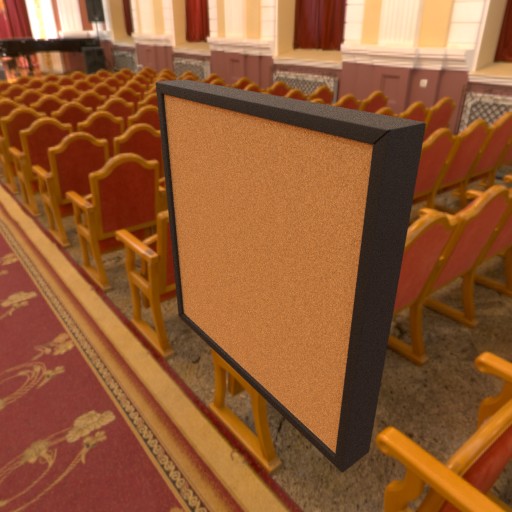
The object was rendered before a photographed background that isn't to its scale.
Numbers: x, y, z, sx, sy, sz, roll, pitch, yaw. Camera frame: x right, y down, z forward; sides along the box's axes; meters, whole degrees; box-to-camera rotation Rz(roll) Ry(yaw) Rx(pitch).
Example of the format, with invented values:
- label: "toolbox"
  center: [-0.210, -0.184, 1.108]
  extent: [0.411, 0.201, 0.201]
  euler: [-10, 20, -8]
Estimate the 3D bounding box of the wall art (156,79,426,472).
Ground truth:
- label: "wall art"
  center: [0.000, 0.000, 0.446]
  extent: [0.037, 0.305, 0.305]
  euler: [-20, 33, -33]
